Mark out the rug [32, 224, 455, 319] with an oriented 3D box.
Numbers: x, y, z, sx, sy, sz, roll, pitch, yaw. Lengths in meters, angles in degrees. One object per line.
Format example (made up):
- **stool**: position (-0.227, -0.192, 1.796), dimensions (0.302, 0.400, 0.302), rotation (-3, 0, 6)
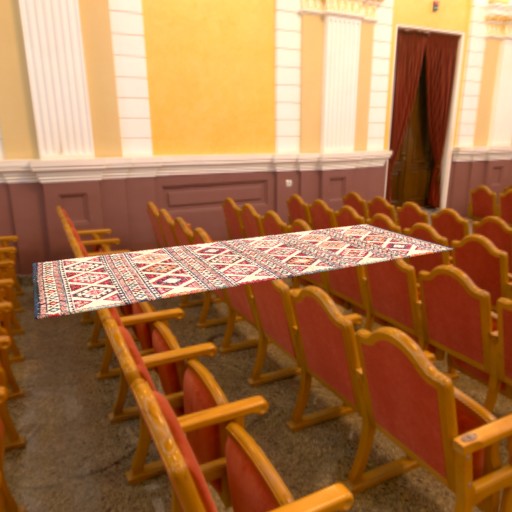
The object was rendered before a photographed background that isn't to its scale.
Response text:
- **rug**: position (0.000, 0.000, 2.605), dimensions (2.362, 0.008, 0.832), rotation (-8, 18, -25)
